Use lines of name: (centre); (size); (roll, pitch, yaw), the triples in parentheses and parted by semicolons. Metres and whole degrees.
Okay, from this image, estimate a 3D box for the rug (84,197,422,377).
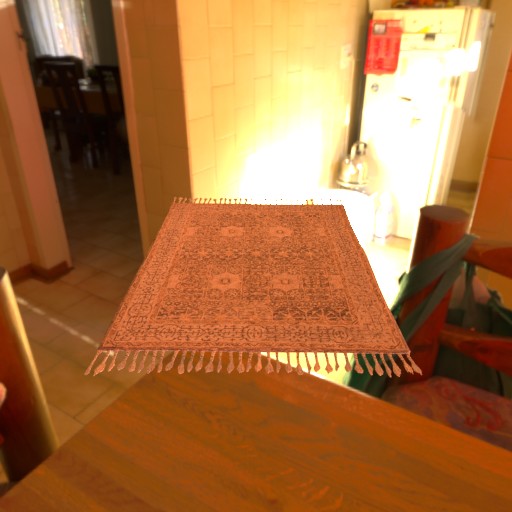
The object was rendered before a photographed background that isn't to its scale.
rug: (0.000, 0.000, 3.181); (1.619, 0.023, 2.465); (0, 28, 1)
